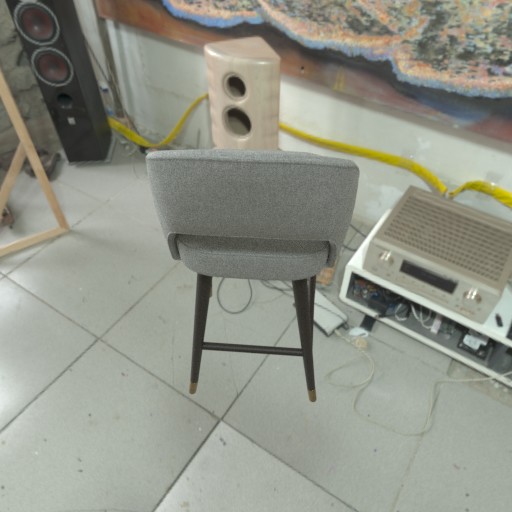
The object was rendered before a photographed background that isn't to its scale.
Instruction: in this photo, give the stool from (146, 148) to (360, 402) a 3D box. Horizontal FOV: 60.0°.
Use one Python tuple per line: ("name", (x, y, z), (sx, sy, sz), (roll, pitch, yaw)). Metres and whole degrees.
("stool", (0.000, 0.000, 1.317), (0.494, 1.037, 0.509), (3, 47, 3))
